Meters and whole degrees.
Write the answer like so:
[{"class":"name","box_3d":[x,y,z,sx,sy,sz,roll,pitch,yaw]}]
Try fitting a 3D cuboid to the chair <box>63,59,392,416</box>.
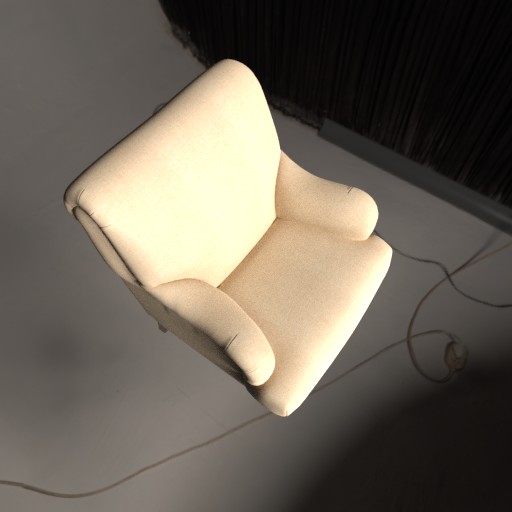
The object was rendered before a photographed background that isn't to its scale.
[{"class":"chair","box_3d":[0.000,0.000,1.597,0.842,0.944,0.766,32,64,17]}]
